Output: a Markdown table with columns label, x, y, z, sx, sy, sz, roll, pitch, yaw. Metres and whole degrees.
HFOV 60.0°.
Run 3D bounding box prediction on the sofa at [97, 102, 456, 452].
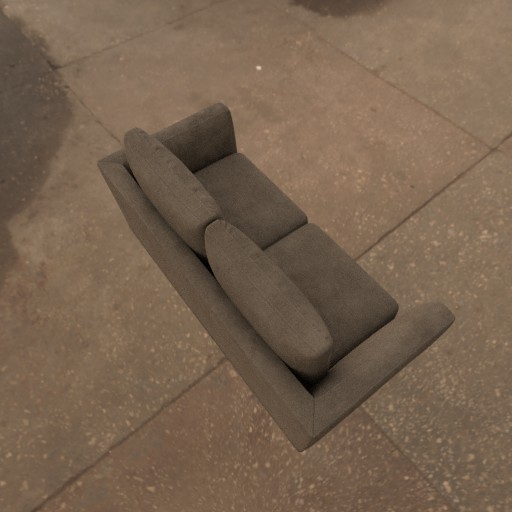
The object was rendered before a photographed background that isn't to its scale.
| label | x | y | z | sx | sy | sz | roll | pitch | yaw |
| --- | --- | --- | --- | --- | --- | --- | --- | --- | --- |
| sofa | 0.000 | 0.000 | 2.392 | 0.855 | 1.013 | 1.832 | -33 | 63 | -19 |
